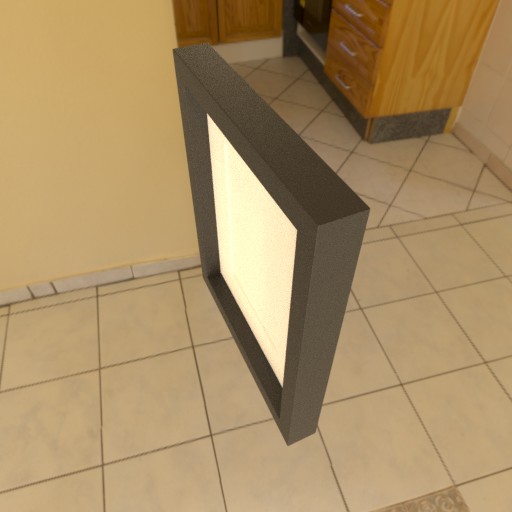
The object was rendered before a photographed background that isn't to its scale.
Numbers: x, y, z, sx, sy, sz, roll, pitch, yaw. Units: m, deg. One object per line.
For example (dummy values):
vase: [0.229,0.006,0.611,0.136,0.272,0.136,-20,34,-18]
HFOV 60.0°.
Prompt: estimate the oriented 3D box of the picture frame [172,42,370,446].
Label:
picture frame: [0.000,0.000,0.396,0.042,0.284,0.232,-19,49,-17]
